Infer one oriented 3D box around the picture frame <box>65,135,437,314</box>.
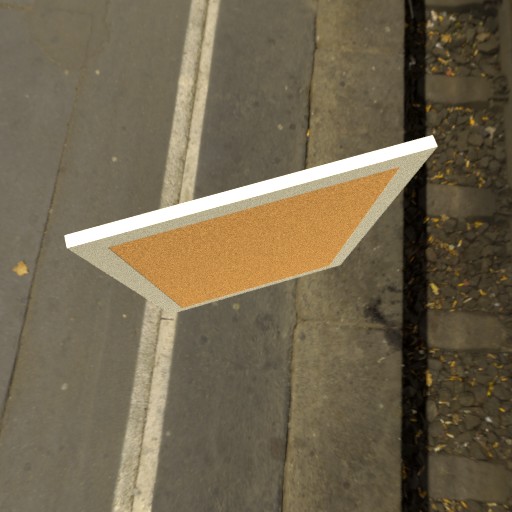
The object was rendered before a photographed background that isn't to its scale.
[{"bbox_3d":[0.000,0.000,0.598,0.326,0.459,0.011,-16,76,-4],"label":"picture frame"}]
